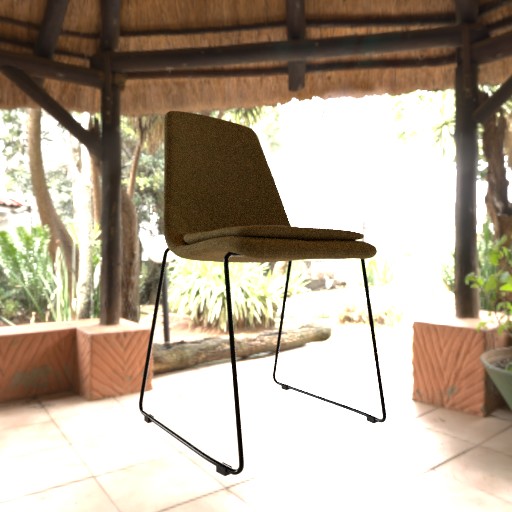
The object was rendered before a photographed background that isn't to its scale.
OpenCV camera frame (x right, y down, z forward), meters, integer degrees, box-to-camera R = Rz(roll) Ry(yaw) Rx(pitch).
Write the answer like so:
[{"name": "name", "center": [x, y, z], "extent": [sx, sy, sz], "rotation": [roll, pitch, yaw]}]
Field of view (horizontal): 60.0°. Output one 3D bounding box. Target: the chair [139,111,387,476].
[{"name": "chair", "center": [0.000, 0.000, 1.160], "extent": [0.479, 0.849, 0.496], "rotation": [0, 0, -37]}]
